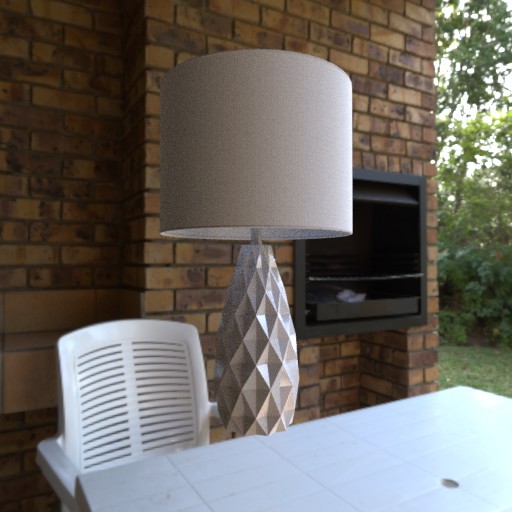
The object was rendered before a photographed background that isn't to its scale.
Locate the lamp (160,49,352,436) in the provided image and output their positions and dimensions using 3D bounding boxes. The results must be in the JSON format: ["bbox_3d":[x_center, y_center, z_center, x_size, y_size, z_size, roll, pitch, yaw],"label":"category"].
[{"bbox_3d":[0.000,0.000,0.698,0.297,0.522,0.297,0,-1,0],"label":"lamp"}]
